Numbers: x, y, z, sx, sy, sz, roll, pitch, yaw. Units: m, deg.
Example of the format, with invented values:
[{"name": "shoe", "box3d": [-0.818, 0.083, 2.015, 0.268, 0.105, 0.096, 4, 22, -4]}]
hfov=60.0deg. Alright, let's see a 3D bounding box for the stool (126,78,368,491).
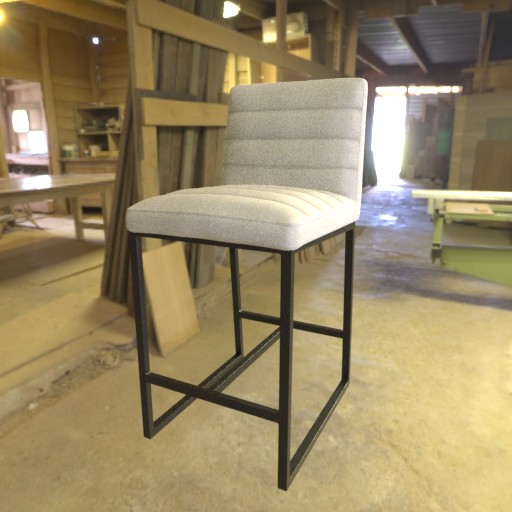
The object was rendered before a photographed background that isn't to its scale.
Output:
[{"name": "stool", "box3d": [0.000, 0.000, 1.240, 0.459, 0.971, 0.567, 7, 16, 26]}]
